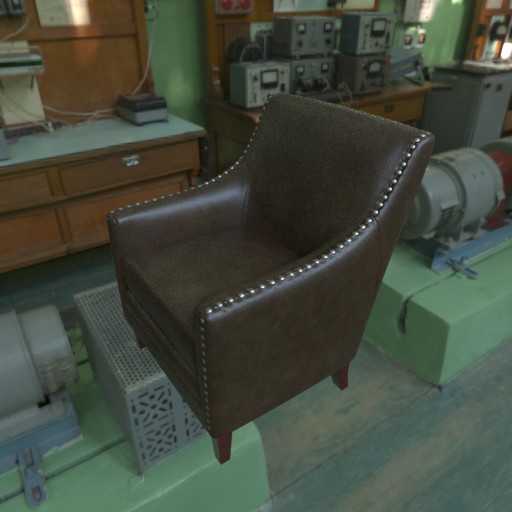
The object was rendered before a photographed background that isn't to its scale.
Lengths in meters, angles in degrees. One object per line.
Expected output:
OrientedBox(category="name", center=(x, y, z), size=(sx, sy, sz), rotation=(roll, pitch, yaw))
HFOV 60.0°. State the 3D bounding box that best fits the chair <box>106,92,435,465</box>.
OrientedBox(category="chair", center=(0.000, 0.000, 1.352), size=(0.704, 0.813, 0.639), rotation=(-20, 37, -30))
